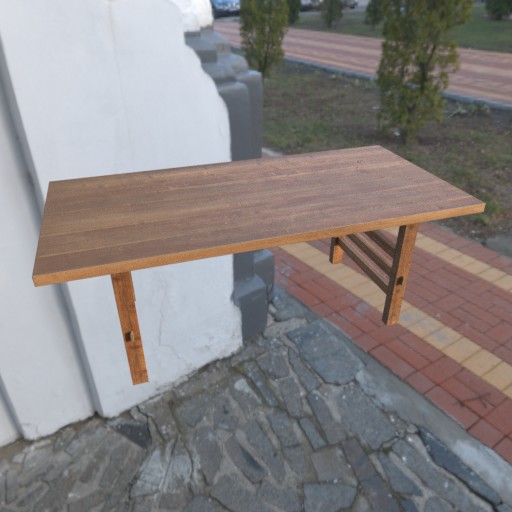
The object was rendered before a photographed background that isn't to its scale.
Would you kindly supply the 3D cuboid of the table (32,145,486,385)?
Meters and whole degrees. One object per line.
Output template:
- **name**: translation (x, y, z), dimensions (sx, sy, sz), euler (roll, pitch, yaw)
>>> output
- **table**: translation (0.000, 0.000, 2.436), dimensions (2.003, 0.760, 0.952), euler (-10, 33, -15)
